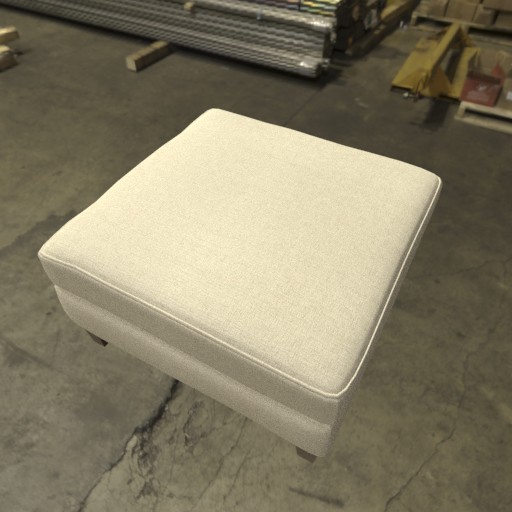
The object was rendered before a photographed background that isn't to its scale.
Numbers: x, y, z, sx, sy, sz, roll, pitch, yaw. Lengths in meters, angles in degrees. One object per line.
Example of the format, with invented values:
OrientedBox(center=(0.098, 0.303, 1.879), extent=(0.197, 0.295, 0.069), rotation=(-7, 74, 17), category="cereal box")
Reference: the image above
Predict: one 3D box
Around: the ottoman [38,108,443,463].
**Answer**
OrientedBox(center=(0.000, 0.000, 1.335), extent=(0.838, 0.478, 0.838), rotation=(22, 51, 19), category="ottoman")
